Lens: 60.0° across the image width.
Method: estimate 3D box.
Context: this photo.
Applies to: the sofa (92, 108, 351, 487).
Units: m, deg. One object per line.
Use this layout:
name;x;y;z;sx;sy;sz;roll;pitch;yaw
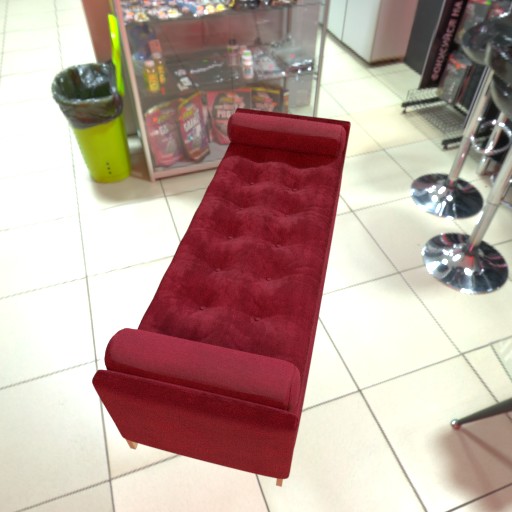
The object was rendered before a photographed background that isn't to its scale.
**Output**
sofa;0.000;0.000;2.471;0.796;0.705;2.102;10;48;9
